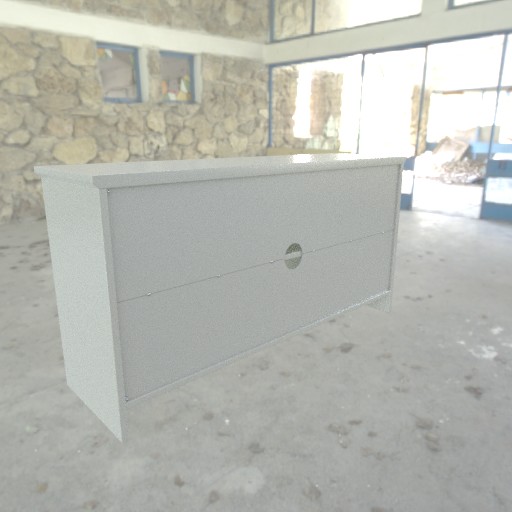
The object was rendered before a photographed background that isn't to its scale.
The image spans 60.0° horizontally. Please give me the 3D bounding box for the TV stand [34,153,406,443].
[{"bbox_3d":[0.000,0.000,1.425,1.167,0.603,0.344,-14,20,-41],"label":"TV stand"}]
